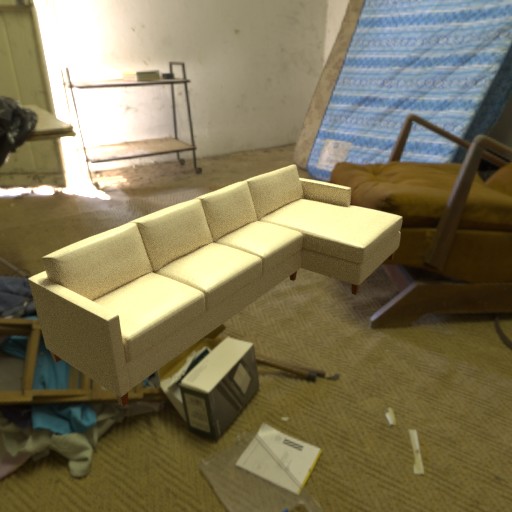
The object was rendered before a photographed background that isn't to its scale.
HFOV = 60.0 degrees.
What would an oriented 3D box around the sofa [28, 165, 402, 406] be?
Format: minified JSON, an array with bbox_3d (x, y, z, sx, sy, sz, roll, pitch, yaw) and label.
[{"bbox_3d":[0.000,0.000,4.134,1.603,0.954,3.471,17,30,32],"label":"sofa"}]
